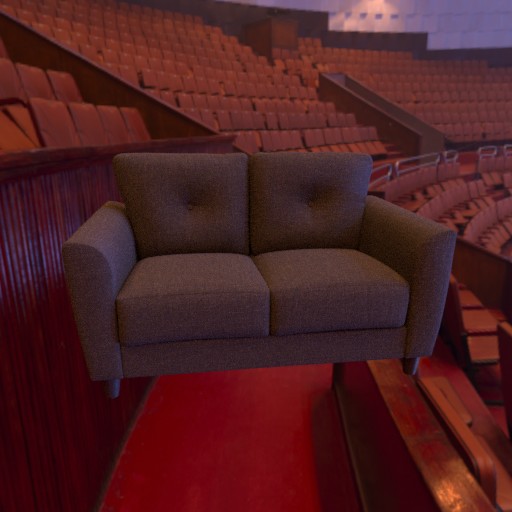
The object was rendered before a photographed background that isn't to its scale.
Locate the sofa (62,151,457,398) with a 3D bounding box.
[{"bbox_3d":[0.000,0.000,1.995,1.423,0.885,0.851,-2,17,-7],"label":"sofa"}]
